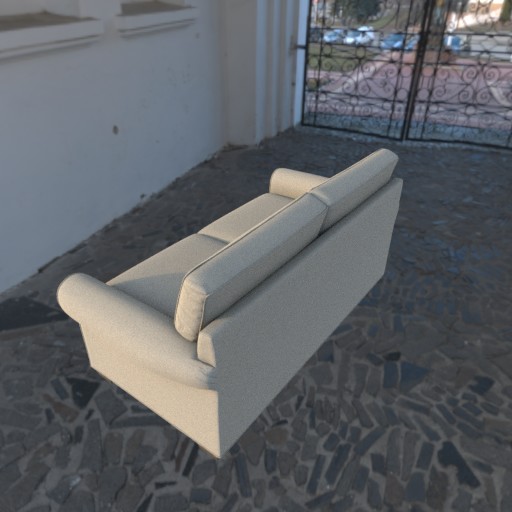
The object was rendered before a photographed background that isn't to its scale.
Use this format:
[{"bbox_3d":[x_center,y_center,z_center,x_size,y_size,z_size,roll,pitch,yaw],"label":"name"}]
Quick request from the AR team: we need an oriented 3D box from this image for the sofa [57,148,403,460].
[{"bbox_3d":[0.000,0.000,2.474,0.940,0.952,1.930,22,38,30],"label":"sofa"}]
